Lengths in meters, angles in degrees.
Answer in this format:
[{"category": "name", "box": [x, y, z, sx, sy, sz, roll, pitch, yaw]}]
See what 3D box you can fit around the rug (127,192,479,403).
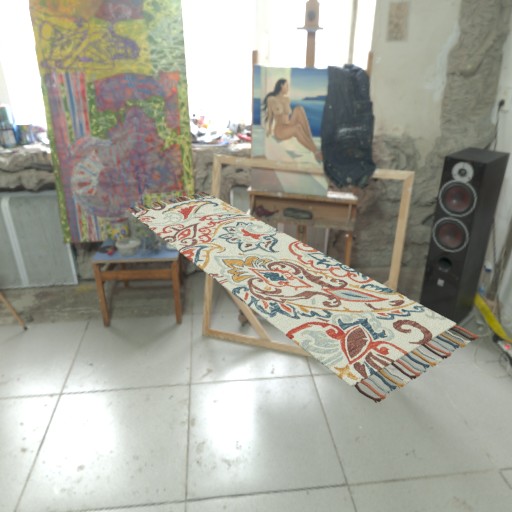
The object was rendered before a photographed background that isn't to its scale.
[{"category": "rug", "box": [0.000, 0.000, 2.934, 0.763, 0.015, 2.682, -18, 32, -31]}]
